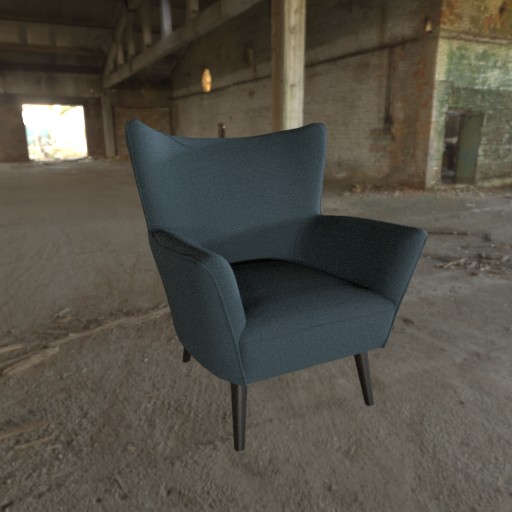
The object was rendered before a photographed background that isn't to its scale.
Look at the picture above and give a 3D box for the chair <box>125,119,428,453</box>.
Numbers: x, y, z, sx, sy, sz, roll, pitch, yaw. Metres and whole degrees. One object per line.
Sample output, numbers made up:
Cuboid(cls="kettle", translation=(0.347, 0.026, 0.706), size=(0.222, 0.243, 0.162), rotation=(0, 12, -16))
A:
Cuboid(cls="chair", translation=(0.000, 0.000, 1.583), size=(0.781, 0.933, 0.888), rotation=(-8, 17, -26))
